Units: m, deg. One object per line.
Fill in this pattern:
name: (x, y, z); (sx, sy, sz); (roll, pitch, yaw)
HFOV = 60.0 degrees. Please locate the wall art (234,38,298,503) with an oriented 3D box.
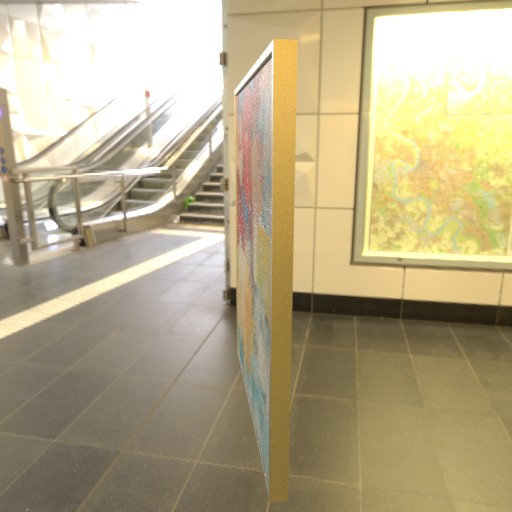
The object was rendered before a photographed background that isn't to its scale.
wall art: (0.000, 0.000, 0.738); (0.025, 0.569, 0.444); (-2, 14, -8)
